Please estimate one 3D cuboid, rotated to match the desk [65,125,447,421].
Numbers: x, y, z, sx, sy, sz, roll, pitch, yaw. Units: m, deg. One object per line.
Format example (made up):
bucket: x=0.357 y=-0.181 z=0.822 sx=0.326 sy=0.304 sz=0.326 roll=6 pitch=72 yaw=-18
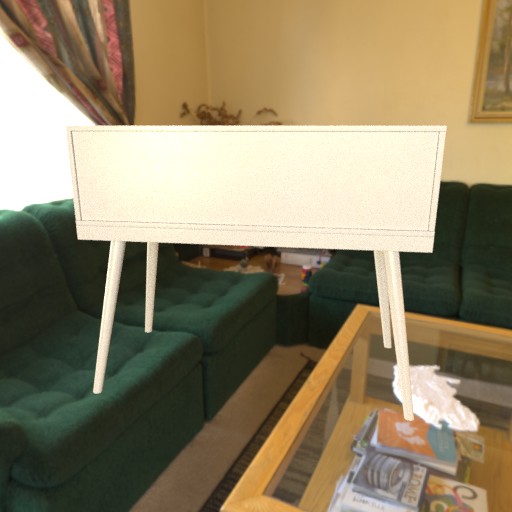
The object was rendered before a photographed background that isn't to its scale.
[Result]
desk: x=0.000 y=0.000 z=1.753 sx=1.199 sy=0.990 sz=0.559 roll=2 pitch=17 yaw=8
